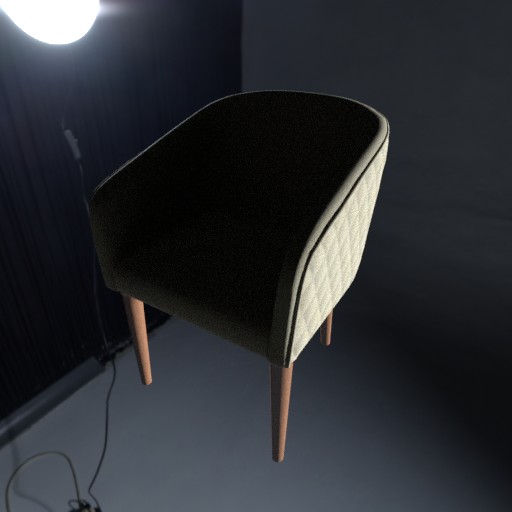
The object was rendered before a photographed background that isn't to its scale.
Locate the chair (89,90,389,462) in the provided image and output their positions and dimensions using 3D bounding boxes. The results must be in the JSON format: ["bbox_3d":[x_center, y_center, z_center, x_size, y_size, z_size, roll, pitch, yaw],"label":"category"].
[{"bbox_3d":[0.000,0.000,1.221,0.584,0.775,0.616,18,35,29],"label":"chair"}]
